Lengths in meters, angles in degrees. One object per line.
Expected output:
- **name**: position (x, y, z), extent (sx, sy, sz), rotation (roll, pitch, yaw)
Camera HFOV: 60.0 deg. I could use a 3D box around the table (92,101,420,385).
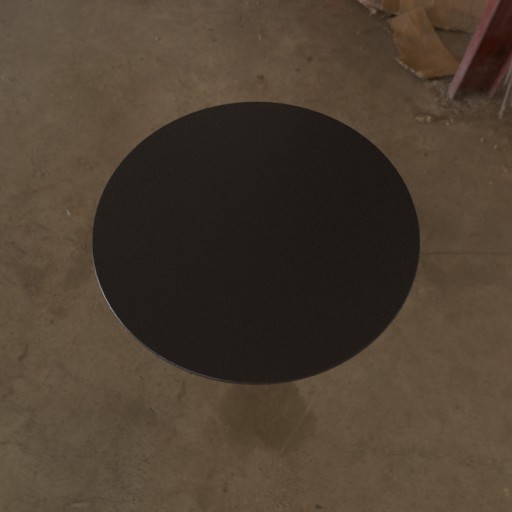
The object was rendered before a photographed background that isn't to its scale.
- **table**: position (0.000, 0.000, 1.450), extent (0.914, 0.457, 0.914), rotation (0, 62, 0)
